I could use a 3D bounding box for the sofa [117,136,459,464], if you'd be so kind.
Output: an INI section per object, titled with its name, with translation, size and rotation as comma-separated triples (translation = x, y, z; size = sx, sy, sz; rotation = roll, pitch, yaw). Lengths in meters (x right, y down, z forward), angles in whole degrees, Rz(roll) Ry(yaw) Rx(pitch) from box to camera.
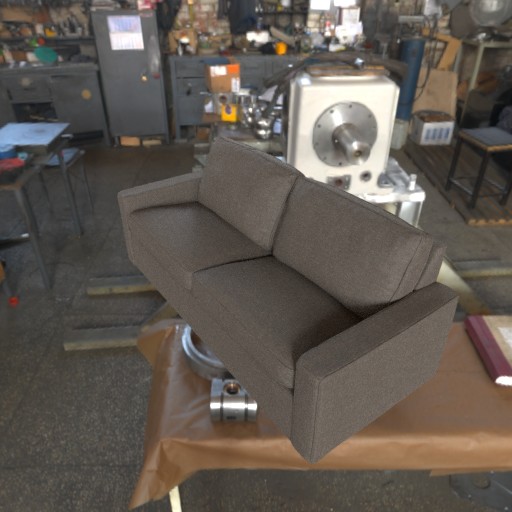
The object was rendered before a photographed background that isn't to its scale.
[sofa]
translation = 0.000, 0.000, 2.628
size = 0.940, 0.919, 2.080
rotation = -21, 38, -29
